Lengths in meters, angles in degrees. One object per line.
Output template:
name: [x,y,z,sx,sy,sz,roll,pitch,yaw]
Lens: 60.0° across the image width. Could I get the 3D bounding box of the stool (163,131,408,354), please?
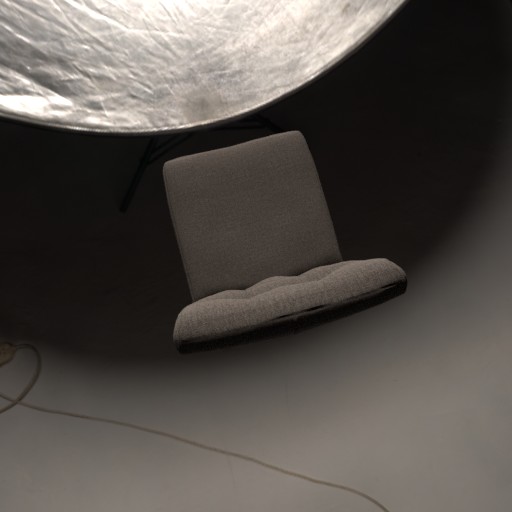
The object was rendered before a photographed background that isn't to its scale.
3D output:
stool: [0.000,0.000,1.288,0.411,1.047,0.548,-15,76,-4]
